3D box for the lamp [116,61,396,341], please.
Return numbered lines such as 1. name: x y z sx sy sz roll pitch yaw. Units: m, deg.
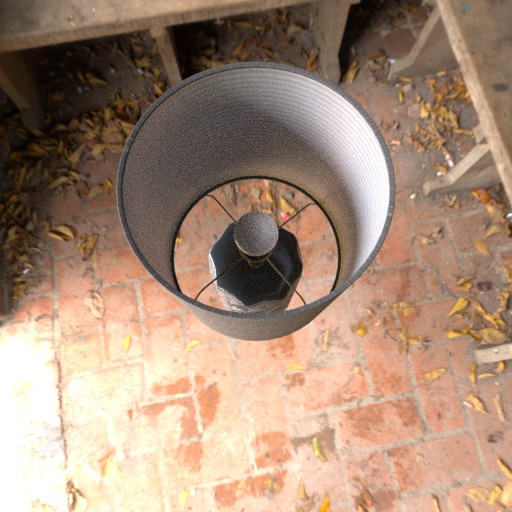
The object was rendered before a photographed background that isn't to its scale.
1. lamp: 0.000 0.000 0.701 0.269 0.566 0.268 -39 78 -10
